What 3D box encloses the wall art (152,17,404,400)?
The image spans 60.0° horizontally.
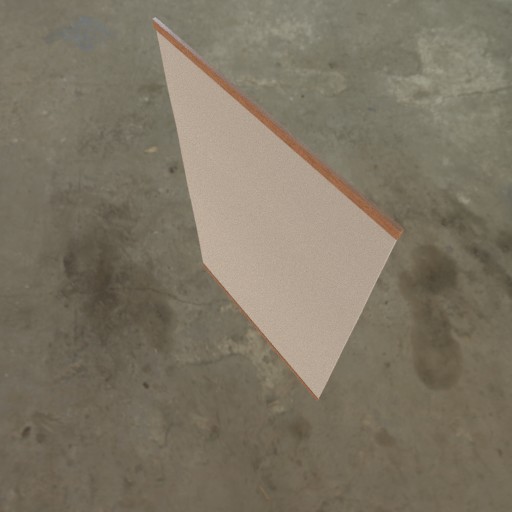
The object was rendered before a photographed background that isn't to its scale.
[{"bbox_3d":[0.000,0.000,1.815,0.019,1.527,1.019,-34,65,-19],"label":"wall art"}]
